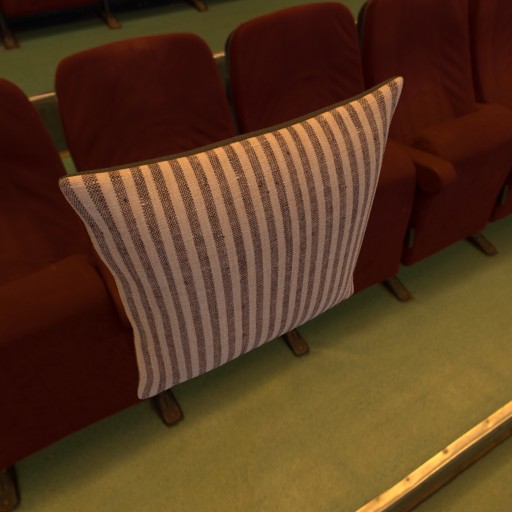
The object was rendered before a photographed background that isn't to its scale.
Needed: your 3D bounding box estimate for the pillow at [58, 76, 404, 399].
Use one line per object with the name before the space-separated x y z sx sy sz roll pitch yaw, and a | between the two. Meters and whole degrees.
pillow | 0.000 0.000 0.760 0.523 0.506 0.166 -23 50 -21
